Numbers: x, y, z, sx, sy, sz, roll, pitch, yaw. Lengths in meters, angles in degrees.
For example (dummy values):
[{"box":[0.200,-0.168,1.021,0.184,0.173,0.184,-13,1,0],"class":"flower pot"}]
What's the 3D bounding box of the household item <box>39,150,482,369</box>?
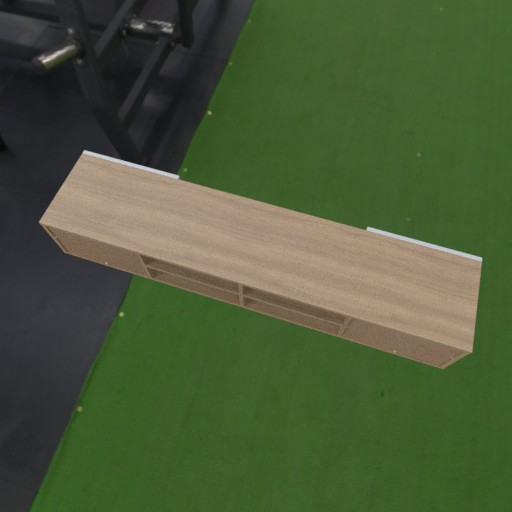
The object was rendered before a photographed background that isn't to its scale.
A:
[{"box":[0.000,0.000,2.027,1.850,0.310,0.420,16,64,8],"class":"household item"}]
